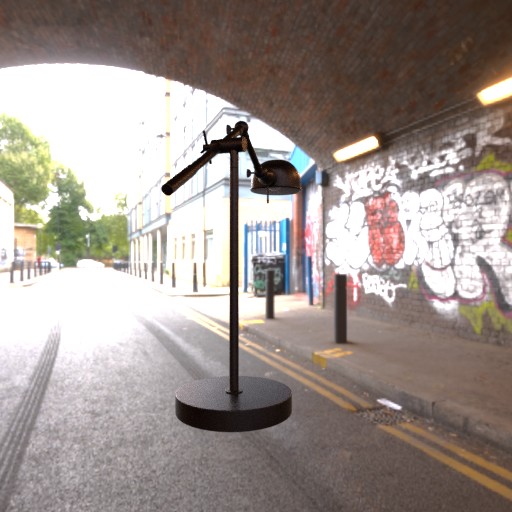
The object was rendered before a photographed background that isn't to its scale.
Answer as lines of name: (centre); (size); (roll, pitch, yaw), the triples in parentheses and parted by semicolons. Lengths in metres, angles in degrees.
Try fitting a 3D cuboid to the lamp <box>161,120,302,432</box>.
lamp: (0.000, 0.000, 0.817); (0.185, 0.495, 0.567); (0, 0, 19)
